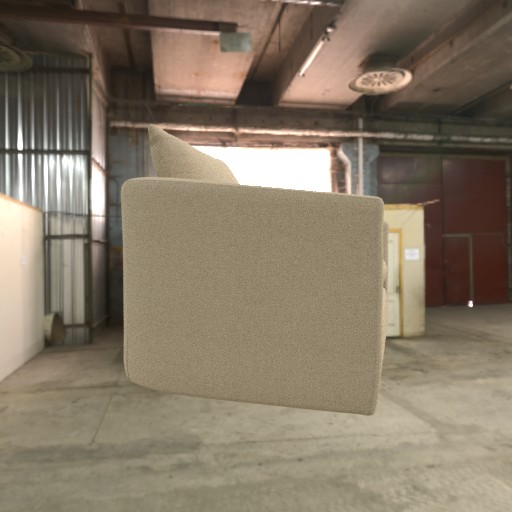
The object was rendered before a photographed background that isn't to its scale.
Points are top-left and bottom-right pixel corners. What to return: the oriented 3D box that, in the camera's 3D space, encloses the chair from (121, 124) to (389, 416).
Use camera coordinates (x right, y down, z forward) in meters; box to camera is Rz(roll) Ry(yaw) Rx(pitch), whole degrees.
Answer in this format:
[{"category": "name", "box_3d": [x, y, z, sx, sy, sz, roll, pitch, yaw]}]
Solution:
[{"category": "chair", "box_3d": [0.000, 0.000, 1.604, 0.910, 0.848, 0.845, 0, 0, 18]}]
